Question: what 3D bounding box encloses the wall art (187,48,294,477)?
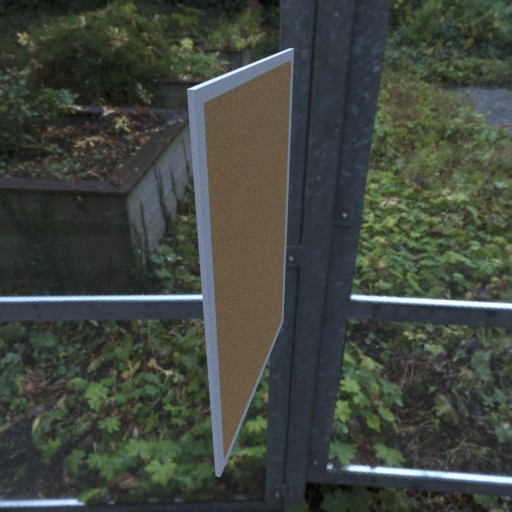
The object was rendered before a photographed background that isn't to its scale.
[{"bbox_3d":[0.000,0.000,1.169,0.013,0.940,0.659,9,31,15],"label":"wall art"}]
